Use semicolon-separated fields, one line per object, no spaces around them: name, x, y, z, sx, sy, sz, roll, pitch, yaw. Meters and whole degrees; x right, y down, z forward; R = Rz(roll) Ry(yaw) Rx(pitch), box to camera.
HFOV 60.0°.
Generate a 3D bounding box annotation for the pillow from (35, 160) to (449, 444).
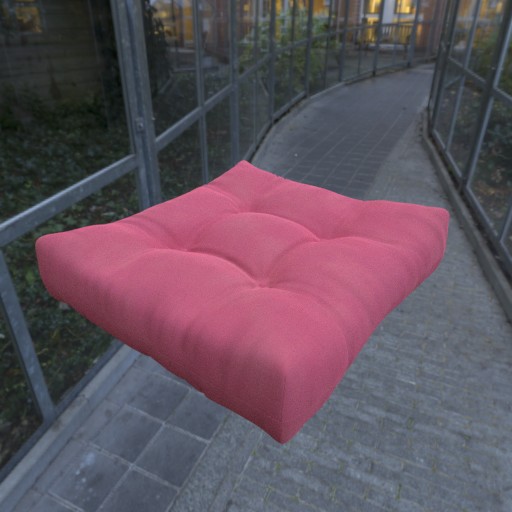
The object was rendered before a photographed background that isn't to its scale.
pillow;0.000;0.000;0.707;0.468;0.128;0.490;21;36;32
